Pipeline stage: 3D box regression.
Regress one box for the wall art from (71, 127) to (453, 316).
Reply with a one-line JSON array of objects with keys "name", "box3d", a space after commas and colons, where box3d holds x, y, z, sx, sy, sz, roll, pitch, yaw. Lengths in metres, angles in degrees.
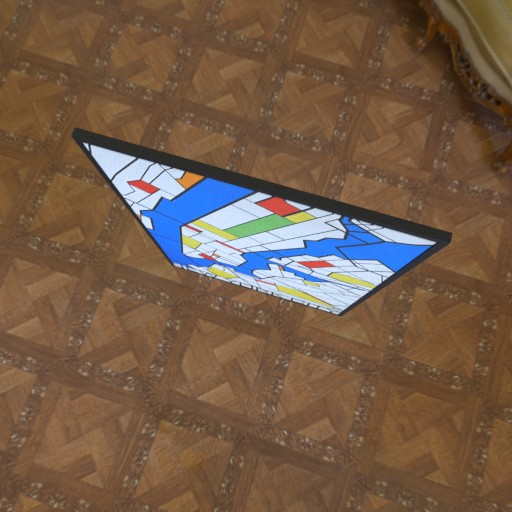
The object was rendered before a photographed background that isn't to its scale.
[{"name": "wall art", "box3d": [0.000, 0.000, 0.834, 0.460, 0.660, 0.013, 16, 76, 4]}]
